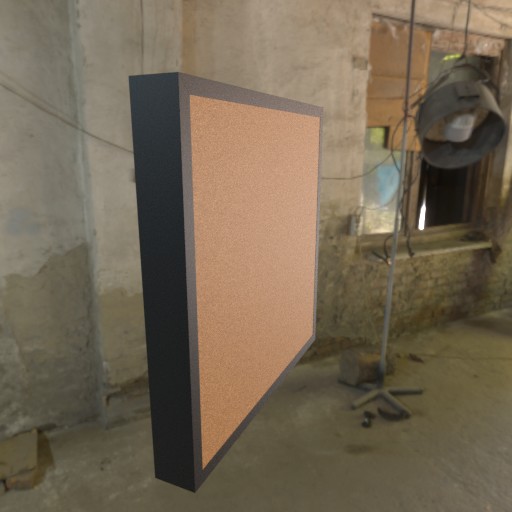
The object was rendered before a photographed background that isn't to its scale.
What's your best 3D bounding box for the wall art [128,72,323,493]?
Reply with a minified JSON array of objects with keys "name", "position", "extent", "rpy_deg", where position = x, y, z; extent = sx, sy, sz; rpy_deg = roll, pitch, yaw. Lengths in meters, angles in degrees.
[{"name":"wall art","position":[0.000,0.000,0.446],"extent":[0.038,0.304,0.305],"rpy_deg":[7,16,24]}]
